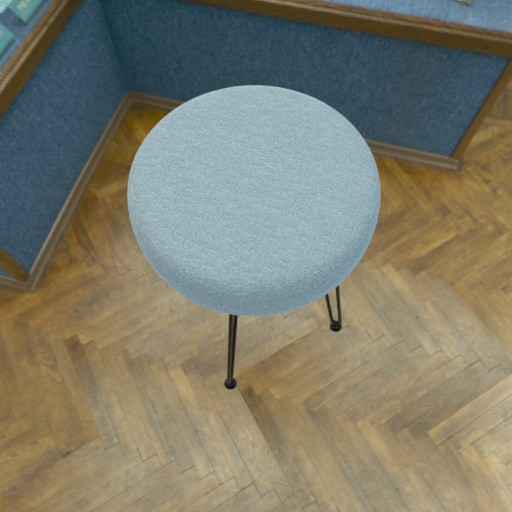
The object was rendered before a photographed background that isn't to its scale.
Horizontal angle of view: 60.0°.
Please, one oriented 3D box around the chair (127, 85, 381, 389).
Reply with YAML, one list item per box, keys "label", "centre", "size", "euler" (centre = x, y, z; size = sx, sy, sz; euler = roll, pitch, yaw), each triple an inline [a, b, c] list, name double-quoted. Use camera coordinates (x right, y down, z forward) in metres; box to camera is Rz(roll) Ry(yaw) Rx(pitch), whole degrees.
- label: "chair"
  centre: [0.000, 0.000, 0.697]
  size: [0.350, 0.440, 0.350]
  euler: [16, 65, 8]
